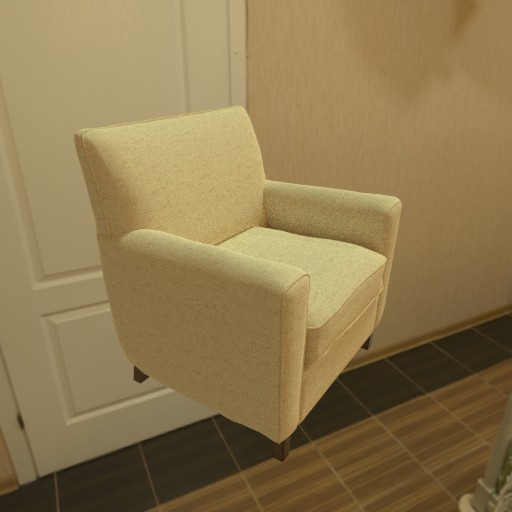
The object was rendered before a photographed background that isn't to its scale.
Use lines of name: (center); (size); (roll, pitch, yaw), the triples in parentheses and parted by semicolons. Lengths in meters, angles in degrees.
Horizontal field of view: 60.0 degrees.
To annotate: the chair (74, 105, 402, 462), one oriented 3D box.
chair: (0.000, 0.000, 1.627); (0.823, 0.943, 0.870); (16, 30, 31)
